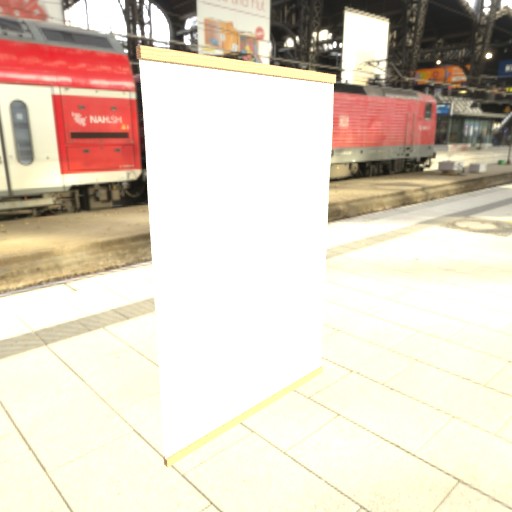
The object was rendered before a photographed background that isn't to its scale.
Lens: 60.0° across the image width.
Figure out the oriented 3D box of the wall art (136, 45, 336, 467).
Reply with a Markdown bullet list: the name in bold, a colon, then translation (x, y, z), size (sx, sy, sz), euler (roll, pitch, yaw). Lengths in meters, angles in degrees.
- **wall art**: translation (0.000, 0.000, 1.892), size (0.025, 1.521, 1.011), euler (15, 21, 43)
